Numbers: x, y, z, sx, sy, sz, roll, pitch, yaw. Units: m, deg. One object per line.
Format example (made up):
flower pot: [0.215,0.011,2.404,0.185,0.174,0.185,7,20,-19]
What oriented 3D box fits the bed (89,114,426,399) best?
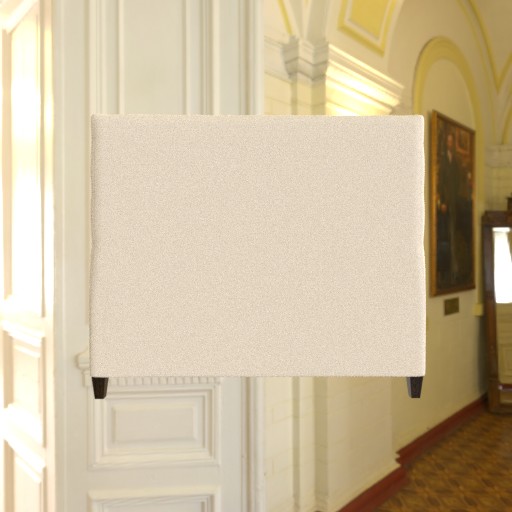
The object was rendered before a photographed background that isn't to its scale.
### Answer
bed: [0.000,0.000,3.306,1.696,1.426,2.233,0,0,-1]
